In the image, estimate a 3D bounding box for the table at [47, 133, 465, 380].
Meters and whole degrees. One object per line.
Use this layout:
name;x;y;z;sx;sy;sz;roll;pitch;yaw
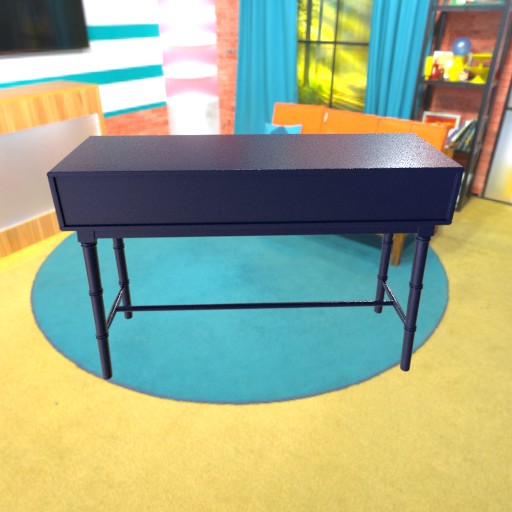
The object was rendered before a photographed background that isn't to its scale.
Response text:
table;0.000;0.000;1.535;1.118;0.749;0.399;-1;29;-2
